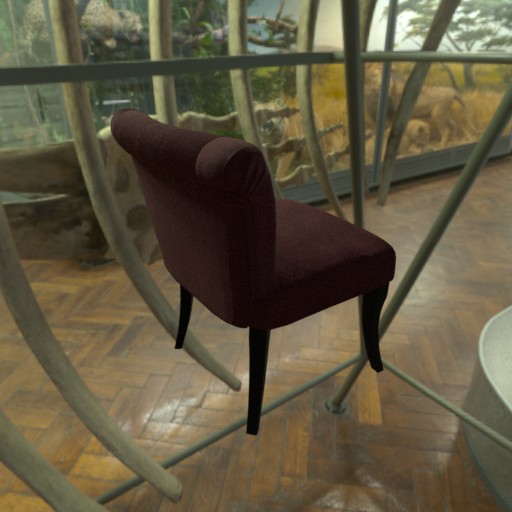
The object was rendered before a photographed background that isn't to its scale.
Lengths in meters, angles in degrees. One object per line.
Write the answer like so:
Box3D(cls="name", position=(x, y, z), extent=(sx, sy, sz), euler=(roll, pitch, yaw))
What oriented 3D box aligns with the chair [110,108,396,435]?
Box3D(cls="chair", position=(0.000, 0.000, 1.204), extent=(0.605, 0.750, 0.582), euler=(-17, 30, -31))
